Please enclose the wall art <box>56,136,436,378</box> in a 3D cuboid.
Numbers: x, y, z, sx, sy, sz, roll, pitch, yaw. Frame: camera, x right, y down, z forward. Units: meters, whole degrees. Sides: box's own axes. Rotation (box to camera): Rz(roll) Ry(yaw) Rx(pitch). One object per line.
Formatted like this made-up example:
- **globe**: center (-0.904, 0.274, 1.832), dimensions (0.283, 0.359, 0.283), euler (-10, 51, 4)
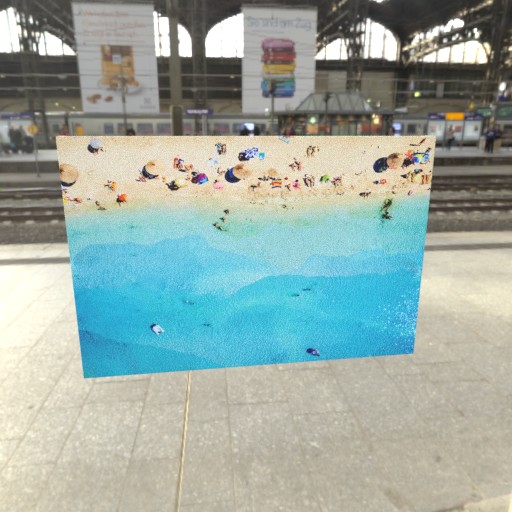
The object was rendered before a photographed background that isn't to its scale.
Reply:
- **wall art**: center (0.000, 0.000, 1.138), dimensions (0.894, 0.595, 0.057), euler (-2, 16, -8)
